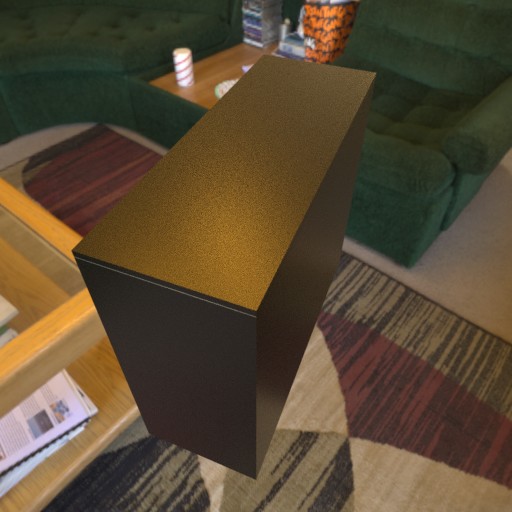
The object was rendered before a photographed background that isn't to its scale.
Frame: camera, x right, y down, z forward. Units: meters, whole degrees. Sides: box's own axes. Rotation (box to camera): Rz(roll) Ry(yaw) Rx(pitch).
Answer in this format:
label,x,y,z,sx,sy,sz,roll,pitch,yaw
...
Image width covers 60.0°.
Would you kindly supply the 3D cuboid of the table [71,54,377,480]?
label,x,y,z,sx,sy,sz,roll,pitch,yaw
table,0.000,0.000,1.323,0.380,0.790,0.930,16,48,15
